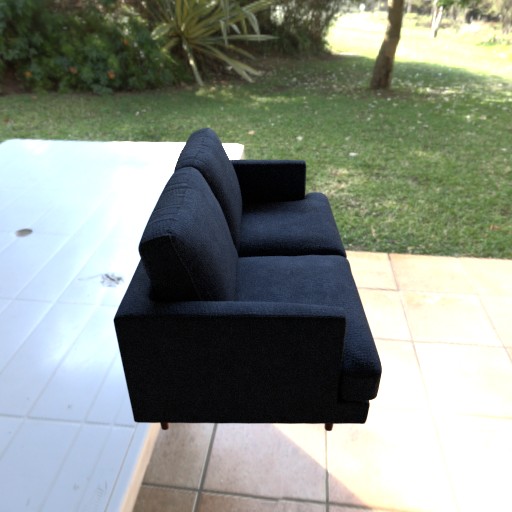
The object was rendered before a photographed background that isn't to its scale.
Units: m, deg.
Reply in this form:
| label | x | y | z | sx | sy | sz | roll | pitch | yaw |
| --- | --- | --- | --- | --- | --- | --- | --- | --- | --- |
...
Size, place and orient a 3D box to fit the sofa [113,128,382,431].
| label | x | y | z | sx | sy | sz | roll | pitch | yaw |
| --- | --- | --- | --- | --- | --- | --- | --- | --- | --- |
| sofa | 0.000 | 0.000 | 2.176 | 0.903 | 0.944 | 1.582 | 0 | 31 | 0 |
